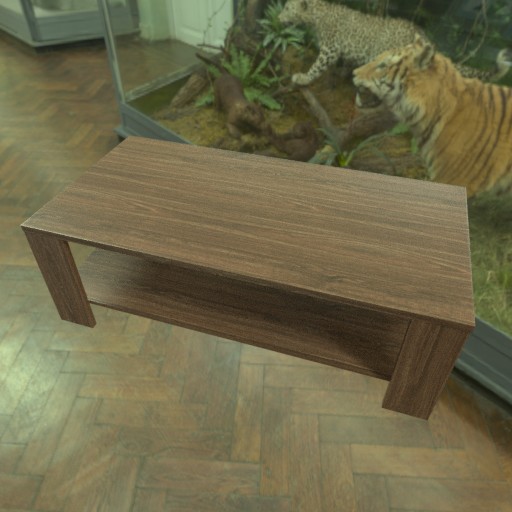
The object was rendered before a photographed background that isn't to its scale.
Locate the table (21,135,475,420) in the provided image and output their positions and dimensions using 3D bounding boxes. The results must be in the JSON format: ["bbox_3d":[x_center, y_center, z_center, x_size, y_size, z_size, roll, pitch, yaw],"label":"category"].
[{"bbox_3d":[0.000,0.000,1.454,1.200,0.400,0.600,12,42,14],"label":"table"}]
